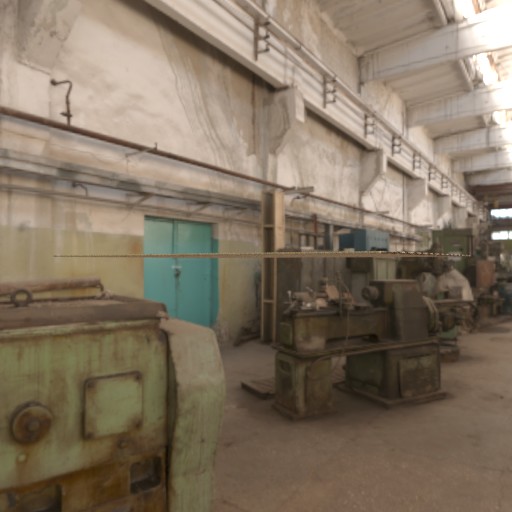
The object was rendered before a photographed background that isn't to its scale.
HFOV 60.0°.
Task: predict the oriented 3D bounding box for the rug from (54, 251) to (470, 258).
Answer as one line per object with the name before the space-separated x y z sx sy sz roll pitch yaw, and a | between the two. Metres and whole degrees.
rug | 0.000 0.000 3.041 2.435 0.010 1.544 0 -1 36
